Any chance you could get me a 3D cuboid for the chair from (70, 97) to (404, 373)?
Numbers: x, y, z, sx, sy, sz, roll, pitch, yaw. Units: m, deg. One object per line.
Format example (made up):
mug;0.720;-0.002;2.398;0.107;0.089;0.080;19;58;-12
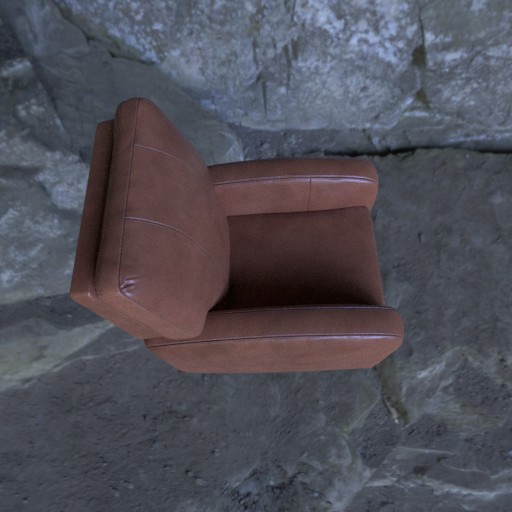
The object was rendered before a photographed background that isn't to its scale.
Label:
chair;0.000;0.000;1.643;0.990;0.990;0.762;-1;65;-1
